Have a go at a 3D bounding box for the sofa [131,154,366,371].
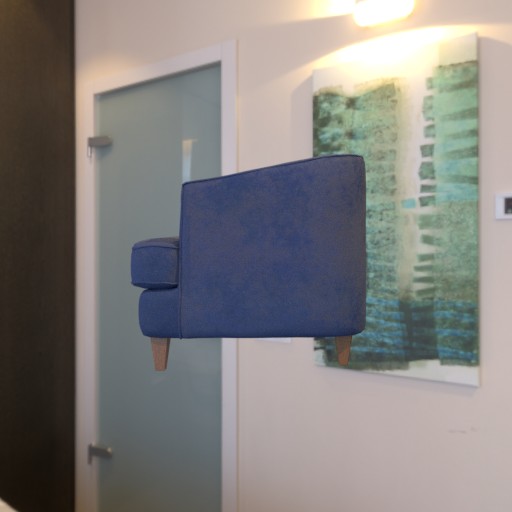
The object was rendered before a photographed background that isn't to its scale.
[{"bbox_3d":[0.000,0.000,2.730,0.941,0.855,2.278,0,0,0],"label":"sofa"}]
